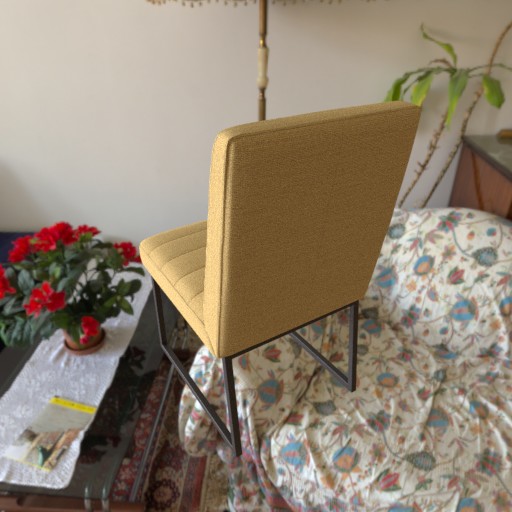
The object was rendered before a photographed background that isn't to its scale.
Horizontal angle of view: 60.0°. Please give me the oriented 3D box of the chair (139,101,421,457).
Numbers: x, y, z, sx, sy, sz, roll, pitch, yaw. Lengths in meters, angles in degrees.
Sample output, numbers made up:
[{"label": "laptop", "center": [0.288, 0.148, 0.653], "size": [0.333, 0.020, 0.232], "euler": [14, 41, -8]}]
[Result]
[{"label": "chair", "center": [0.000, 0.000, 1.320], "size": [0.520, 0.930, 0.634], "euler": [-18, 34, -28]}]
